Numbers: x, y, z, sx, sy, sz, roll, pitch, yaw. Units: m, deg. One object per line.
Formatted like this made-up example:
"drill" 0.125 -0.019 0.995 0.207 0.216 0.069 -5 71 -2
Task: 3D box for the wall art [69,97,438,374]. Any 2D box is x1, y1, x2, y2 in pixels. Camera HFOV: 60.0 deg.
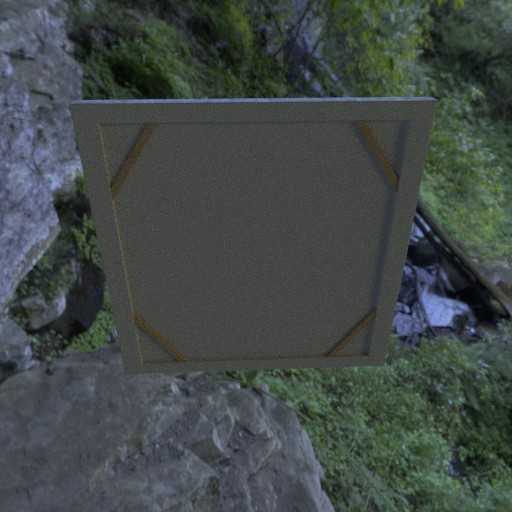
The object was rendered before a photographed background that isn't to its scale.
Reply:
"wall art" 0.000 0.000 1.612 1.092 1.091 0.051 -1 31 -2
